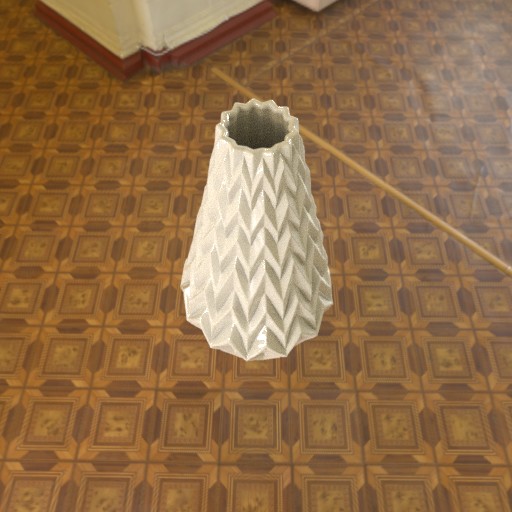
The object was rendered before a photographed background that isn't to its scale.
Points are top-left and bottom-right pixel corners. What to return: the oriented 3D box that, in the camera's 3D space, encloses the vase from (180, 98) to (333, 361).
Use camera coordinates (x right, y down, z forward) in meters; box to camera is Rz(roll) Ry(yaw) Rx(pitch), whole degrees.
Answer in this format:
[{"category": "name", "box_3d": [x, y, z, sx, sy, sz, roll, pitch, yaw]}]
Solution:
[{"category": "vase", "box_3d": [0.000, 0.000, 0.433, 0.167, 0.328, 0.167, 0, 58, 0]}]
